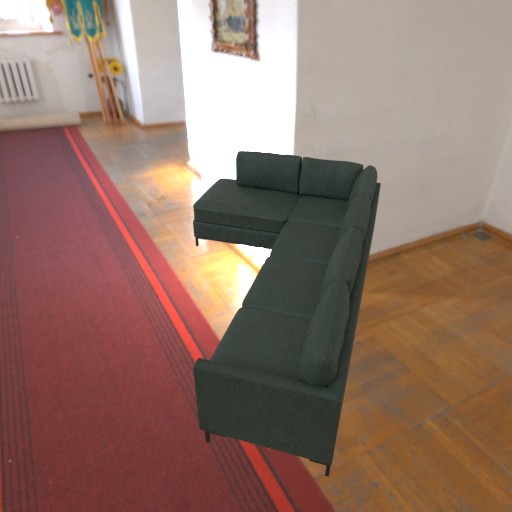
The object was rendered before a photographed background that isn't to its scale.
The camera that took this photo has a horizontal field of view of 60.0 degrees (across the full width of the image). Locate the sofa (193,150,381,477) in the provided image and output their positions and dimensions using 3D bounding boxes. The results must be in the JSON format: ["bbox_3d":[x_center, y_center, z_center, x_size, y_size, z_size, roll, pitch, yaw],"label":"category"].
[{"bbox_3d":[0.000,0.000,4.229,2.048,0.996,3.384,9,33,15],"label":"sofa"}]
